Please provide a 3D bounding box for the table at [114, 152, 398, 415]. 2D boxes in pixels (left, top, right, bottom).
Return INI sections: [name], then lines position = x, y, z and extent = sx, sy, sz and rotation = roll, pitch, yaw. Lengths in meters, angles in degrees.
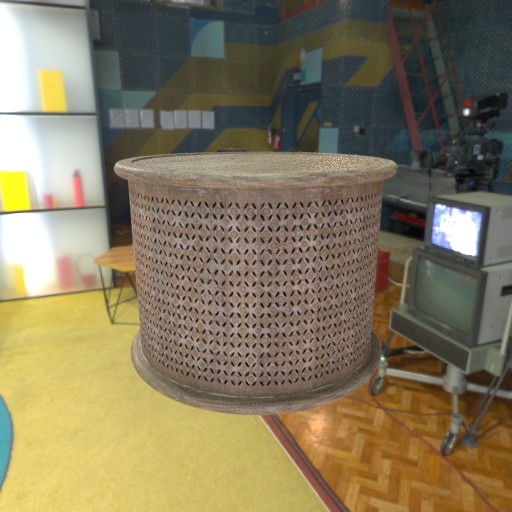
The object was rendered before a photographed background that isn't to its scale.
[table]
position = 0.000, 0.000, 1.052
extent = 0.607, 0.450, 0.607
rotation = 0, 16, 0
